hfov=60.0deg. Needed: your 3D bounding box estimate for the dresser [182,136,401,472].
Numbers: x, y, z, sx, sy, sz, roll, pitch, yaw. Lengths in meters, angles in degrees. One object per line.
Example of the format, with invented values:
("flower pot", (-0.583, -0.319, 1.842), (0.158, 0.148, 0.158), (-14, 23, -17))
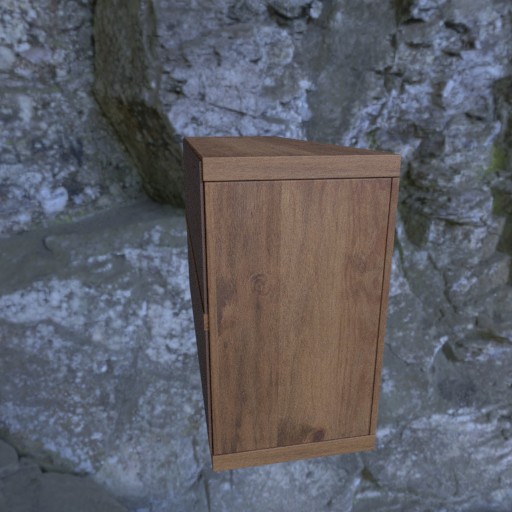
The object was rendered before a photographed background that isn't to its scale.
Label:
("dresser", (0.000, 0.000, 1.660), (0.479, 0.825, 1.261), (-3, 17, -10))
